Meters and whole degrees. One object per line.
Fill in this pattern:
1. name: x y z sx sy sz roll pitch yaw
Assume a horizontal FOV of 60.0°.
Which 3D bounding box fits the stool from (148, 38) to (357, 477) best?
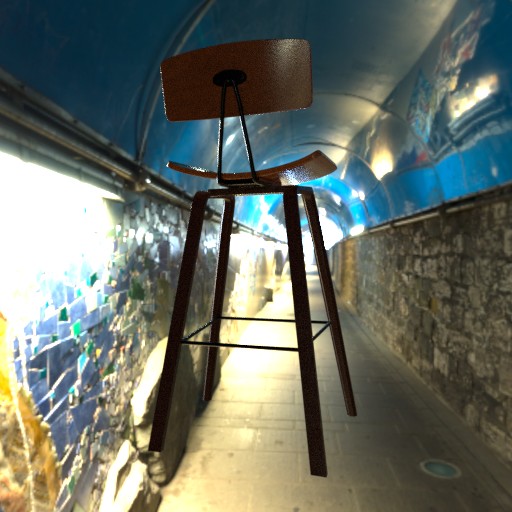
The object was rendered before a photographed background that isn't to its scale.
1. stool: 0.000 0.000 1.218 0.509 0.969 0.440 0 0 18
